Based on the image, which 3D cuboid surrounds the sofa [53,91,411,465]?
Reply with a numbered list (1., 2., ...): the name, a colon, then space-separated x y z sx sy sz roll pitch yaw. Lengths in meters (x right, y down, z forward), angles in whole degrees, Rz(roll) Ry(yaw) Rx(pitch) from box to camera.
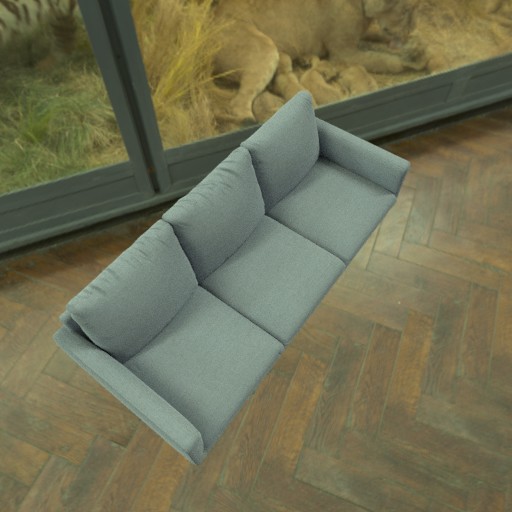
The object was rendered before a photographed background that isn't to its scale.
1. sofa: 0.000 0.000 2.448 0.850 0.830 2.000 32 63 19
